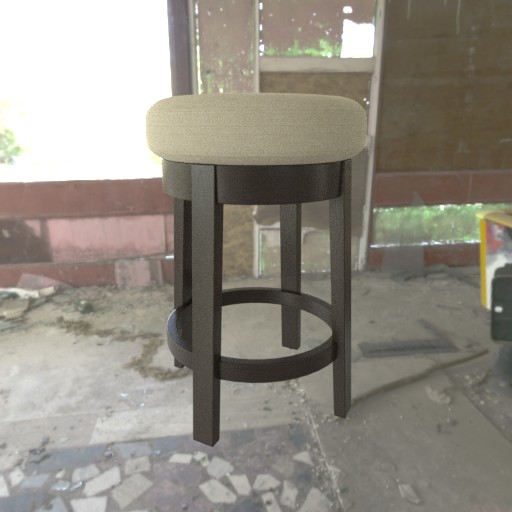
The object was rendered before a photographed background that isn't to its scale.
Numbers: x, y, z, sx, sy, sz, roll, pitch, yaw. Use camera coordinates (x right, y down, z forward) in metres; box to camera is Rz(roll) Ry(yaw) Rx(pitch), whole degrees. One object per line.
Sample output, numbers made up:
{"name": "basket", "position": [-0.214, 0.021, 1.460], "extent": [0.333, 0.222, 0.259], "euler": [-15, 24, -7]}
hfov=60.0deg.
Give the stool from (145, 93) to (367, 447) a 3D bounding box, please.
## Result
{"name": "stool", "position": [0.000, 0.000, 0.960], "extent": [0.449, 0.655, 0.449], "euler": [0, 17, 0]}
